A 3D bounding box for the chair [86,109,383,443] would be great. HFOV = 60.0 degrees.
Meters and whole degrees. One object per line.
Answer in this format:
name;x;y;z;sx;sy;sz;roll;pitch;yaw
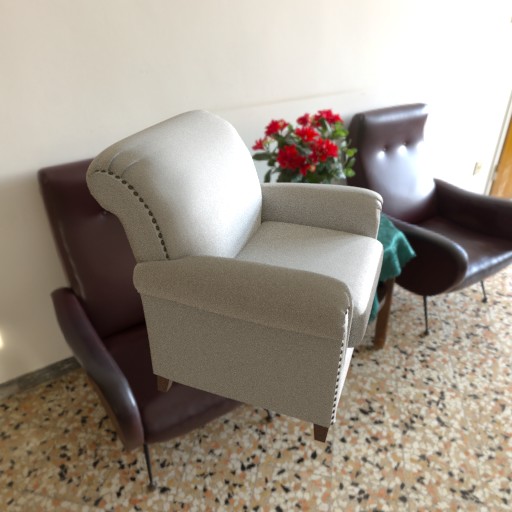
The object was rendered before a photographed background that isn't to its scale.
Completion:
chair;0.000;0.000;1.657;0.890;0.927;0.854;11;32;18
